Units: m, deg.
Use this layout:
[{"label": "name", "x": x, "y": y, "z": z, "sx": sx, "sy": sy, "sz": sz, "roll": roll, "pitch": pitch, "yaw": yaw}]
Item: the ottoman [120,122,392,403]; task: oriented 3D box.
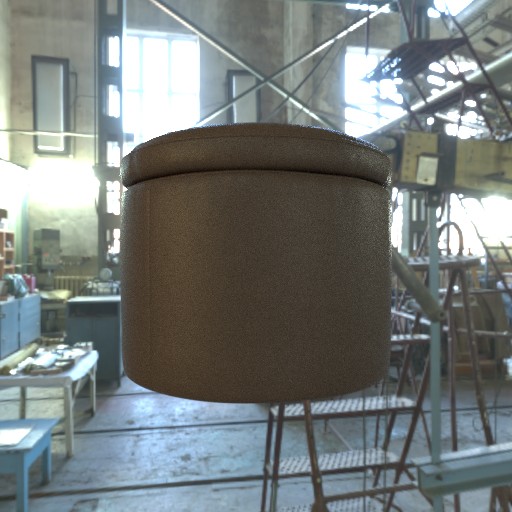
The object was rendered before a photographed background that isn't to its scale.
[{"label": "ottoman", "x": 0.000, "y": 0.000, "z": 0.852, "sx": 0.500, "sy": 0.409, "sz": 0.500, "roll": 0, "pitch": 0, "yaw": 0}]
